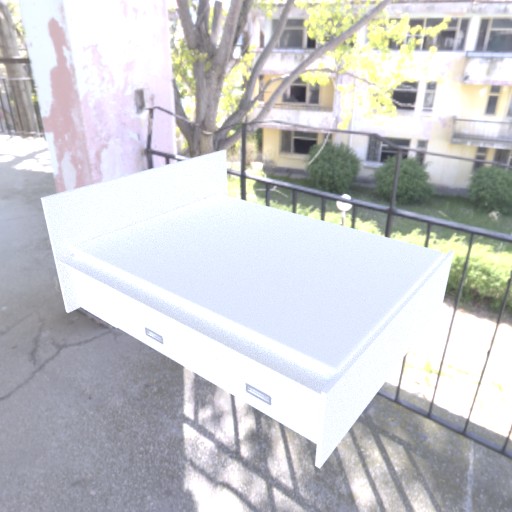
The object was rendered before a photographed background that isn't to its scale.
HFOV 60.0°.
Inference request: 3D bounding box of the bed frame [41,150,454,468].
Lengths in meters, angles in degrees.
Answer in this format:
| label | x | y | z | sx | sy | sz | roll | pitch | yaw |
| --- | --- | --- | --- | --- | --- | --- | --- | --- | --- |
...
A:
| label | x | y | z | sx | sy | sz | roll | pitch | yaw |
| --- | --- | --- | --- | --- | --- | --- | --- | --- | --- |
| bed frame | 0.000 | 0.000 | 2.824 | 1.960 | 0.800 | 1.622 | 19 | 32 | 34 |
